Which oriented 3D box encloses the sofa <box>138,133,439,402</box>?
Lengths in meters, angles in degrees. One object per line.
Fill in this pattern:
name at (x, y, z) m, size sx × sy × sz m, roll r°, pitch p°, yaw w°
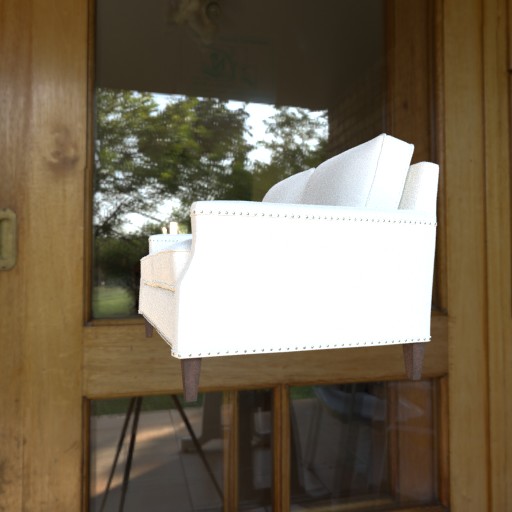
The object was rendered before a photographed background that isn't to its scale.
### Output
sofa at (0.000, 0.000, 2.316) m, size 1.084 × 1.003 × 1.597 m, roll 1°, pitch -2°, yaw -19°
